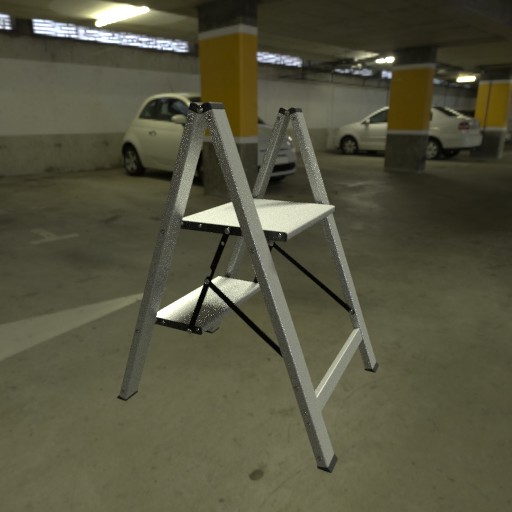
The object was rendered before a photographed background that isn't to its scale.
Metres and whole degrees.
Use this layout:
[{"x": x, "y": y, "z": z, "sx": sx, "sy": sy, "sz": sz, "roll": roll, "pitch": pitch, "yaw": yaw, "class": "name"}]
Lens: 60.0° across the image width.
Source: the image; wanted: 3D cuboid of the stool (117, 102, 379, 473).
[{"x": 0.000, "y": 0.000, "z": 1.041, "sx": 0.535, "sy": 0.670, "sz": 0.440, "roll": 8, "pitch": 19, "yaw": 25, "class": "stool"}]
